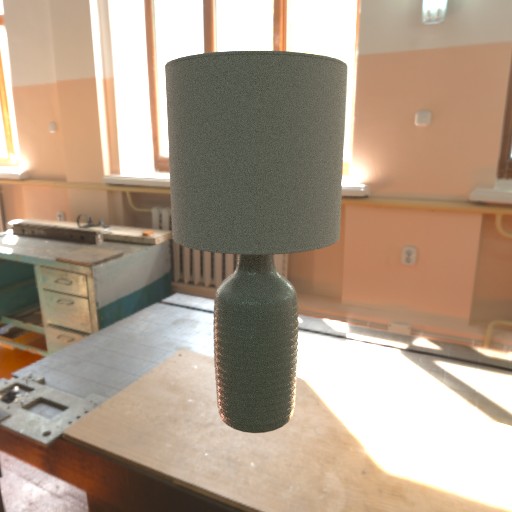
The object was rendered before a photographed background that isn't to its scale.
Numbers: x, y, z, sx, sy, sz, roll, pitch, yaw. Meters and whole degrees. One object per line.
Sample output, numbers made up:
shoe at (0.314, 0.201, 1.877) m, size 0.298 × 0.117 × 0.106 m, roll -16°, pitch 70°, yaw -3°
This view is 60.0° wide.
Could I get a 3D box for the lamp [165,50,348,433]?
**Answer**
lamp at (0.000, 0.000, 0.603) m, size 0.220 × 0.475 × 0.220 m, roll -7°, pitch 16°, yaw -27°
